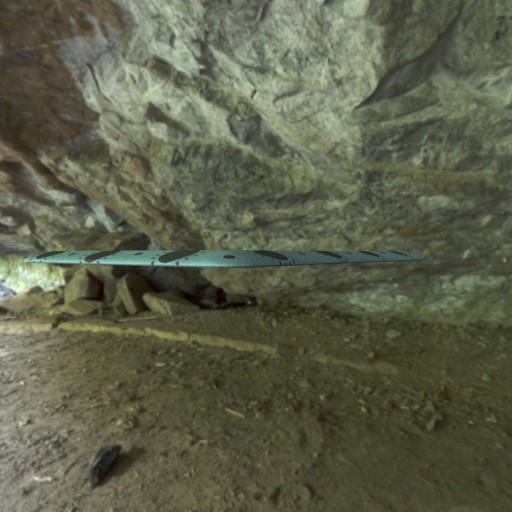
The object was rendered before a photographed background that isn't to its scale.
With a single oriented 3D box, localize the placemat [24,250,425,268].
[{"bbox_3d":[0.000,0.000,0.950,0.508,0.021,0.762,0,1,37],"label":"placemat"}]
